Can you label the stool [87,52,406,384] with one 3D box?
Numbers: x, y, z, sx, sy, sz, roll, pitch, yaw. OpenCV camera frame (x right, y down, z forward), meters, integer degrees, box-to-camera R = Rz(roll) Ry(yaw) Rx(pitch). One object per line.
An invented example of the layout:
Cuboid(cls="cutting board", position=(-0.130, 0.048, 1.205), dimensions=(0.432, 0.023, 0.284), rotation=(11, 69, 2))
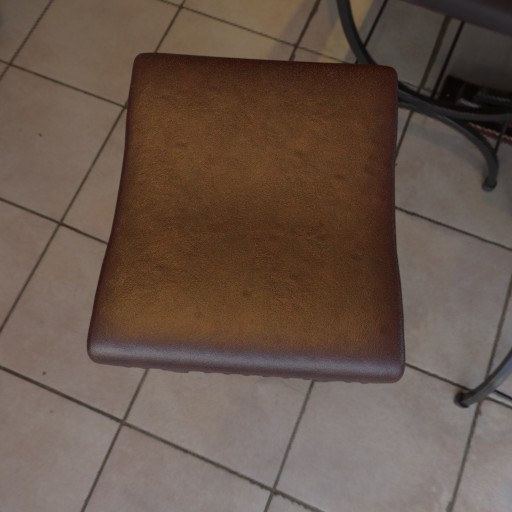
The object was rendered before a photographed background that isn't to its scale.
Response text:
Cuboid(cls="stool", position=(0.000, 0.000, 0.880), dimensions=(0.397, 0.608, 0.465), rotation=(4, 74, 1))
